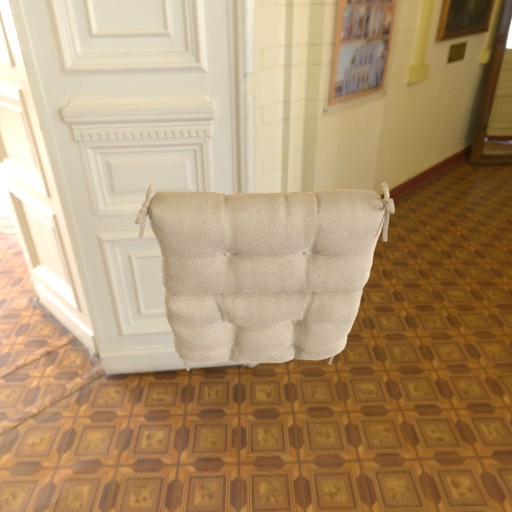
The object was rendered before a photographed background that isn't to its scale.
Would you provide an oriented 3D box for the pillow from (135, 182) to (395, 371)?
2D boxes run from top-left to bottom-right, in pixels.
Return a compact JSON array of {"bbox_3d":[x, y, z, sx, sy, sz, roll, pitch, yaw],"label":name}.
[{"bbox_3d":[0.000,0.000,1.471,0.526,0.863,1.016,-1,31,-2],"label":"pillow"}]
